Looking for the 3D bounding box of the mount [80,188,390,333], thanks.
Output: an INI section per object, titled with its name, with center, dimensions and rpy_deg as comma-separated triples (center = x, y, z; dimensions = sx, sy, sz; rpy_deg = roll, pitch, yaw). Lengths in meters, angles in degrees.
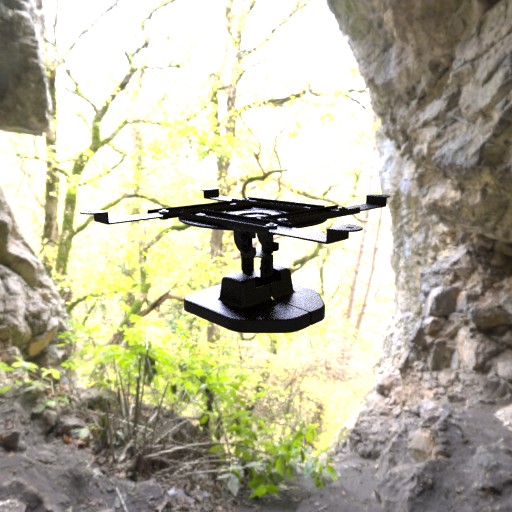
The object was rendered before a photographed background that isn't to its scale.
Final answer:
[mount]
center = 0.000, 0.000, 0.581
dimensions = 0.394, 0.141, 0.394
rpy_deg = -13, 19, -43
